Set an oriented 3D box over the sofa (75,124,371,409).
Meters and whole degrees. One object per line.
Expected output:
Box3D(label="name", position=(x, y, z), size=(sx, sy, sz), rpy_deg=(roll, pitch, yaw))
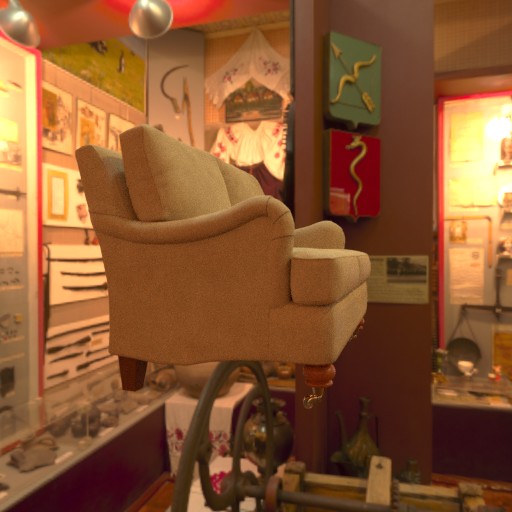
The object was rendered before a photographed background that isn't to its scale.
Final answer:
Box3D(label="sofa", position=(0.000, 0.000, 2.308), size=(1.086, 1.087, 1.498), rpy_deg=(0, 1, 18))
